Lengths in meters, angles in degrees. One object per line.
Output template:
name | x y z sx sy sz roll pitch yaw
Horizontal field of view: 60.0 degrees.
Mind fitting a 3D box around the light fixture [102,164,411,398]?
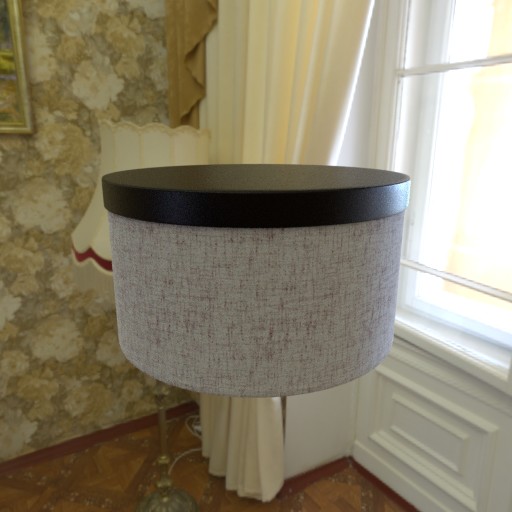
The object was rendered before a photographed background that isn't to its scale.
light fixture | 0.000 0.000 0.618 0.389 0.229 0.389 0 15 0
